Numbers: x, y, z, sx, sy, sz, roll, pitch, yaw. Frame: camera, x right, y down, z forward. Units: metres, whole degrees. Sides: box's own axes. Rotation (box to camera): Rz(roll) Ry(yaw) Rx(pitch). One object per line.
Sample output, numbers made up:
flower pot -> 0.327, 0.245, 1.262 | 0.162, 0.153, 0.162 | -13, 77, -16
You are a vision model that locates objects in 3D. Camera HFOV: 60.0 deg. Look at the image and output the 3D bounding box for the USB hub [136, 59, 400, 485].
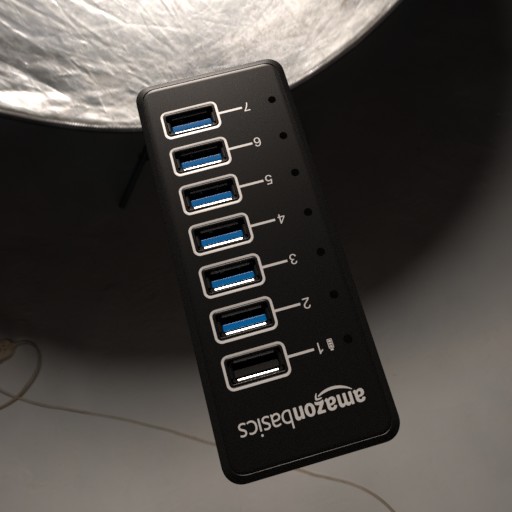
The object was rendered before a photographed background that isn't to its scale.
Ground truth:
USB hub -> 0.000, 0.000, 0.128 | 0.044, 0.023, 0.110 | -15, 76, -4
